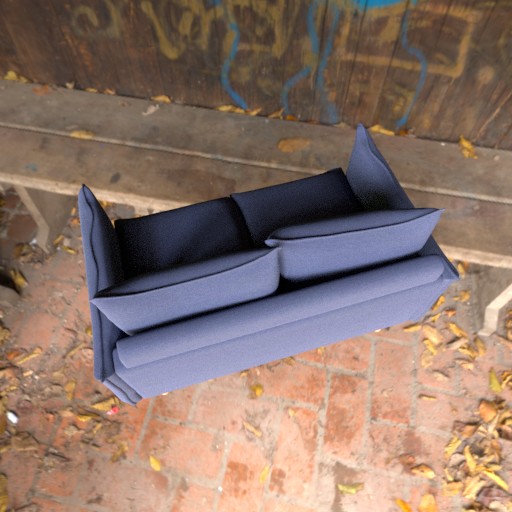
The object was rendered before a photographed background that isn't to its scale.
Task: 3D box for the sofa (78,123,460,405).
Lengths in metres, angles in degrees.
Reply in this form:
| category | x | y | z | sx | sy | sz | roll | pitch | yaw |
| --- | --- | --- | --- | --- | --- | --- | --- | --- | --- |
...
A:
| category | x | y | z | sx | sy | sz | roll | pitch | yaw |
| --- | --- | --- | --- | --- | --- | --- | --- | --- | --- |
| sofa | 0.000 | 0.000 | 1.830 | 1.300 | 0.840 | 0.820 | -14 | 60 | -9 |
